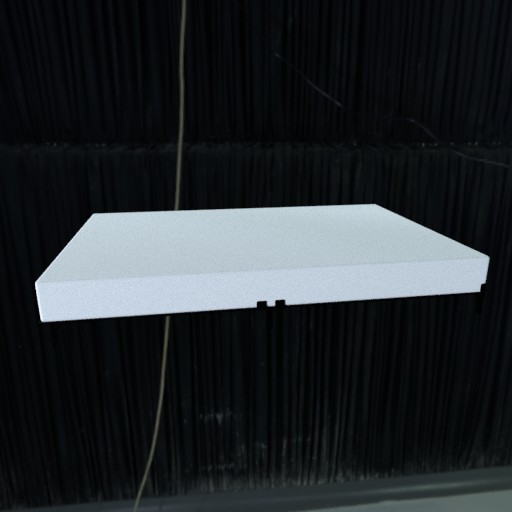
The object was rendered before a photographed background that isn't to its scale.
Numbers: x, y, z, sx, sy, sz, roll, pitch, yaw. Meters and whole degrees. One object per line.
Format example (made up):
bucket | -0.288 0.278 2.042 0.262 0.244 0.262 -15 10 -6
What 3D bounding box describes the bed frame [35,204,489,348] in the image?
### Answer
bed frame | 0.000 0.000 3.804 2.987 0.440 1.930 -3 18 -9
